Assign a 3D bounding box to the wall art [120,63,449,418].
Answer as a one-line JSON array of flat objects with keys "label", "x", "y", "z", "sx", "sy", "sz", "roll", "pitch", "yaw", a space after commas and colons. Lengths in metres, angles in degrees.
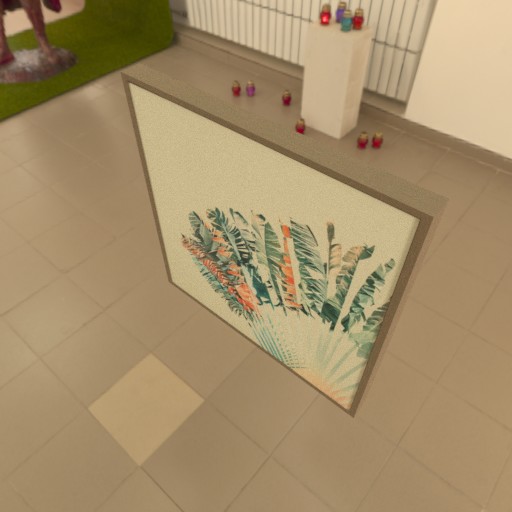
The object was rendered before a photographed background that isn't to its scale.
[{"label": "wall art", "x": 0.000, "y": 0.000, "z": 0.761, "sx": 0.508, "sy": 0.506, "sz": 0.038, "roll": 32, "pitch": 55, "yaw": 26}]
